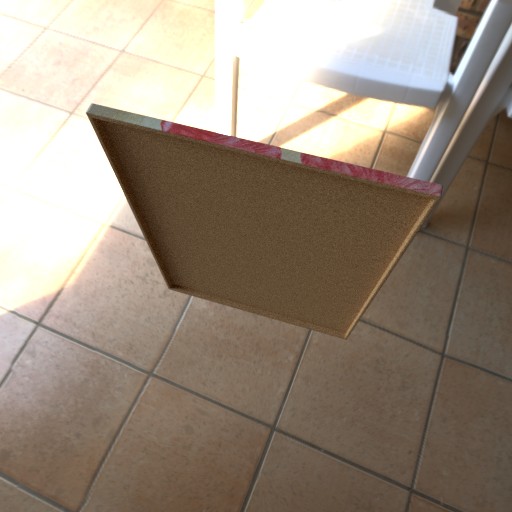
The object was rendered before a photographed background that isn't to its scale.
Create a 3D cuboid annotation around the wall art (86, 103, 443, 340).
[{"bbox_3d":[0.000,0.000,1.370,0.762,1.015,0.031,15,65,7],"label":"wall art"}]
